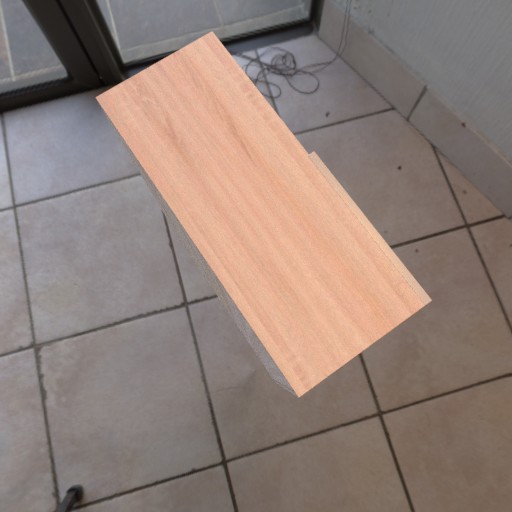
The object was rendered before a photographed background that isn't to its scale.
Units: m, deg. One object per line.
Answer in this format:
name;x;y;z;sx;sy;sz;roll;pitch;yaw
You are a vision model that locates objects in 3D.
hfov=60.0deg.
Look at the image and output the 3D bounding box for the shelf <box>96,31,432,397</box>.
shelf;0.000;0.000;1.875;0.434;1.405;0.995;-34;78;-8
